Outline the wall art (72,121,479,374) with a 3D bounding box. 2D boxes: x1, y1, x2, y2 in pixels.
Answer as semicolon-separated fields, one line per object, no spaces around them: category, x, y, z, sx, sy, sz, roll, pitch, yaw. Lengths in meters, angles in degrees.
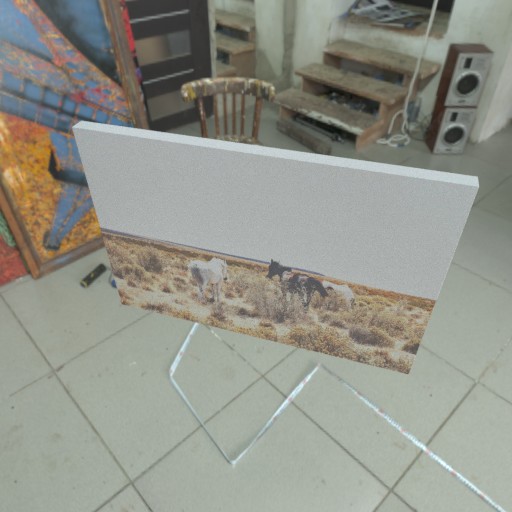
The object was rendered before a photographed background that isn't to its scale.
wall art;0.000;0.000;1.457;1.138;0.761;0.051;11;41;13
